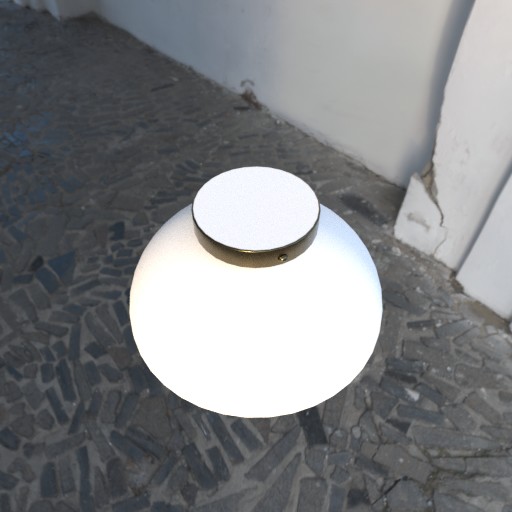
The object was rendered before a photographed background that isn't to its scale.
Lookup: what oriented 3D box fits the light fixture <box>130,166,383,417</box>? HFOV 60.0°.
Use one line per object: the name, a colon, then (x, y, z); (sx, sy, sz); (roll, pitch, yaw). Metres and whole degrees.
light fixture: (0.000, 0.000, 0.576); (0.355, 0.177, 0.355); (0, 48, 0)
